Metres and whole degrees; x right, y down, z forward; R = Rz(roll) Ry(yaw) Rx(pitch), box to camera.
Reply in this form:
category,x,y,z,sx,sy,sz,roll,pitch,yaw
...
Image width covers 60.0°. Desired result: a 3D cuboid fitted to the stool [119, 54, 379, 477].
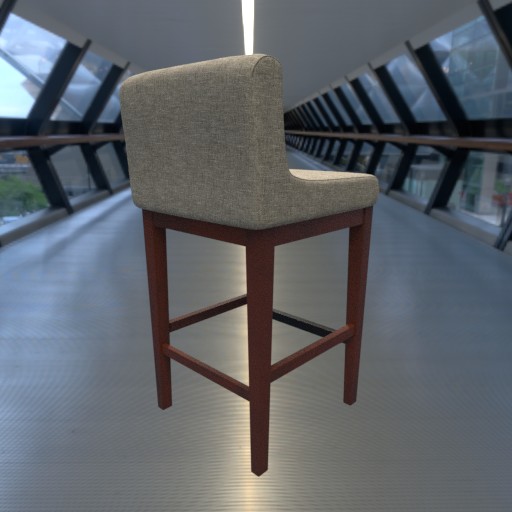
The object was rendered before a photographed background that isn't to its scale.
category,x,y,z,sx,sy,sz,roll,pitch,yaw
stool,0.000,0.000,1.090,0.417,0.835,0.459,14,20,42
